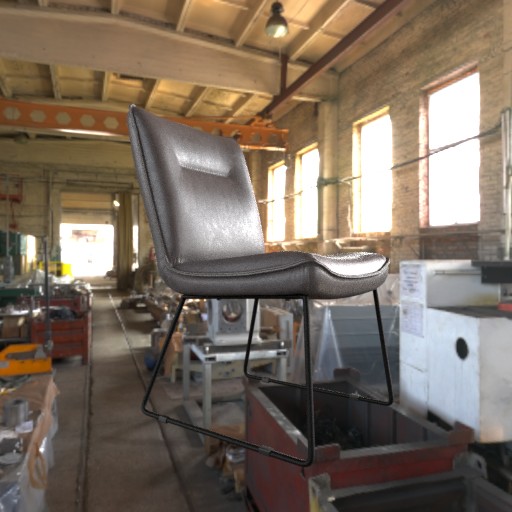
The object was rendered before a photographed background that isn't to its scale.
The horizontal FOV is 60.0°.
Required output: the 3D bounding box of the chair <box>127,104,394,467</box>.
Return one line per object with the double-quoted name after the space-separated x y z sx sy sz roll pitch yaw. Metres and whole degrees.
0.000 0.000 1.362 0.688 0.932 0.515 0 0 37 "chair"
